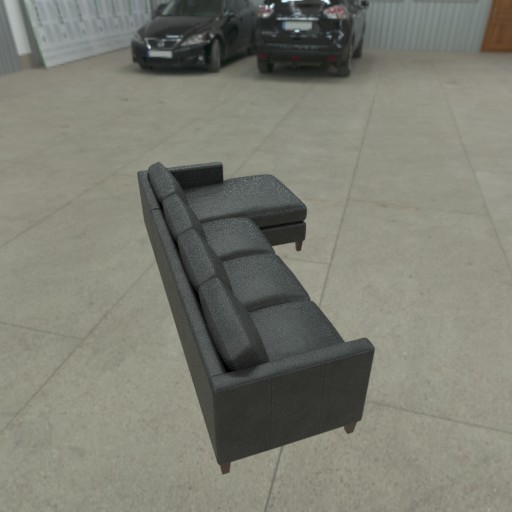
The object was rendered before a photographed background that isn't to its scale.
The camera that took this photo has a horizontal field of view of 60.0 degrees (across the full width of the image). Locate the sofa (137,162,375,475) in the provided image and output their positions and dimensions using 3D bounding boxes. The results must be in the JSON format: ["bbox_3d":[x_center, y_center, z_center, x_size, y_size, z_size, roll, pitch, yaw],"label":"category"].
[{"bbox_3d":[0.000,0.000,3.841,1.581,0.883,3.203,-10,33,-16],"label":"sofa"}]
